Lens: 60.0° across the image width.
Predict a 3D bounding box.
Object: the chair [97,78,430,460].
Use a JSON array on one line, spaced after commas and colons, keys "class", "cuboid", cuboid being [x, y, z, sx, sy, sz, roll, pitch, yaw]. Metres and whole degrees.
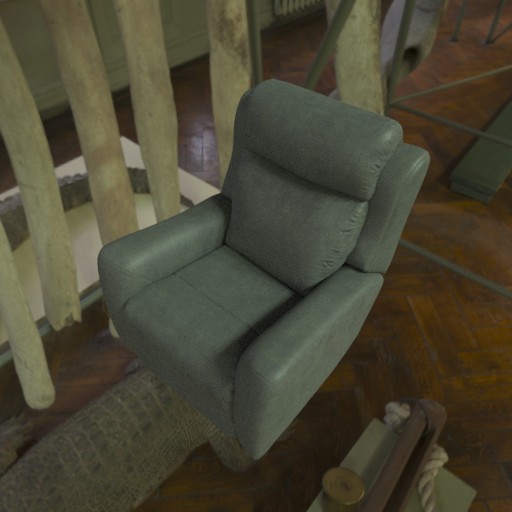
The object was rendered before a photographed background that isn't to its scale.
[{"class": "chair", "cuboid": [0.000, 0.000, 1.919, 0.965, 1.116, 1.068, 32, 53, 27]}]
